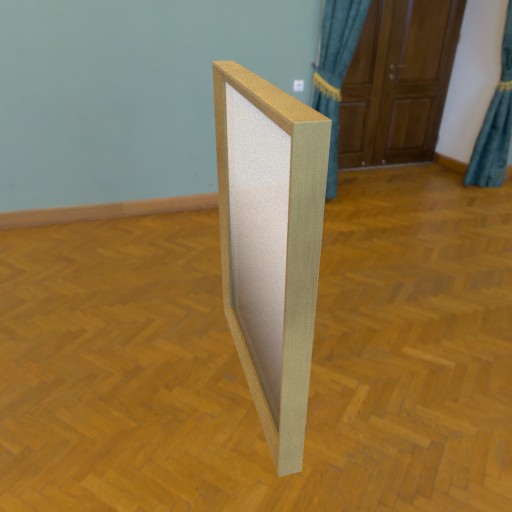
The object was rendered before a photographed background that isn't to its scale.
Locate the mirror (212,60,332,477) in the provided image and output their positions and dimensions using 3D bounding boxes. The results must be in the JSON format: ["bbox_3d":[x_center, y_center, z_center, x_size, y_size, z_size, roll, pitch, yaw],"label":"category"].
[{"bbox_3d":[0.000,0.000,0.686,0.041,0.509,0.406,-8,32,-13],"label":"mirror"}]
